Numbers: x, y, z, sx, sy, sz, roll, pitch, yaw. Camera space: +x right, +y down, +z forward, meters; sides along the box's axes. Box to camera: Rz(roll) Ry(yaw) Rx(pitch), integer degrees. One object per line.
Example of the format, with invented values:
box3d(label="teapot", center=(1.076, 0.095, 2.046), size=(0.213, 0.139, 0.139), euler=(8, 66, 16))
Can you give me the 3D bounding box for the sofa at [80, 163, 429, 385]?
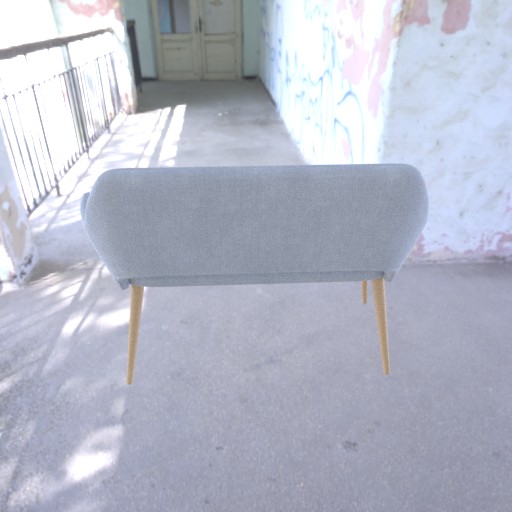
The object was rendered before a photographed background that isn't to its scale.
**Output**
box3d(label="sofa", center=(0.000, 0.000, 1.553), size=(1.150, 0.840, 0.610), euler=(-1, 30, -3))
